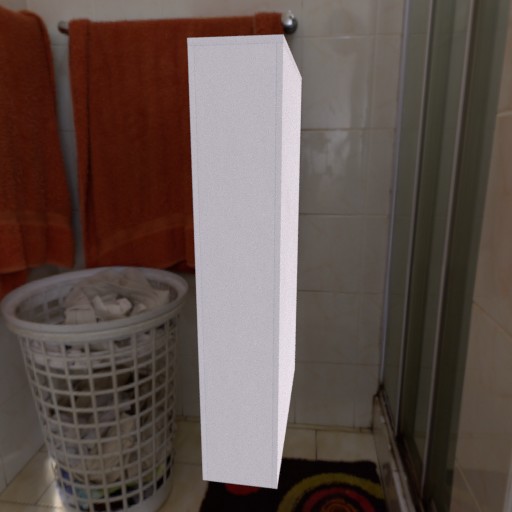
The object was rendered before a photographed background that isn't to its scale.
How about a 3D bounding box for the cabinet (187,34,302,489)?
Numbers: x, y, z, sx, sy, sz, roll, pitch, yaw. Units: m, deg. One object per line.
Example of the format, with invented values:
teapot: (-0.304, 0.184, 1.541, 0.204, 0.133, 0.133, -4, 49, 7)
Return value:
cabinet: (0.000, 0.000, 1.582, 0.250, 1.280, 0.750, 2, 15, 9)
